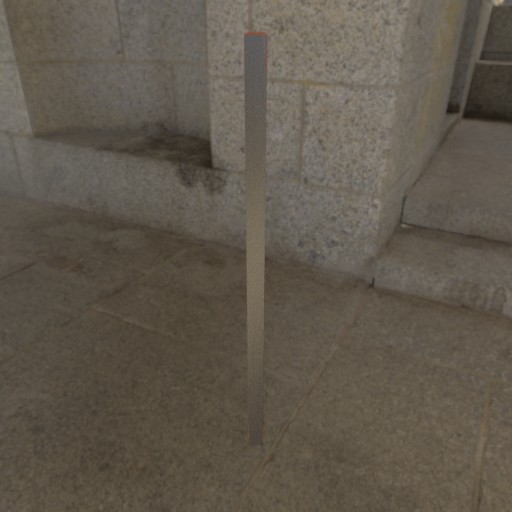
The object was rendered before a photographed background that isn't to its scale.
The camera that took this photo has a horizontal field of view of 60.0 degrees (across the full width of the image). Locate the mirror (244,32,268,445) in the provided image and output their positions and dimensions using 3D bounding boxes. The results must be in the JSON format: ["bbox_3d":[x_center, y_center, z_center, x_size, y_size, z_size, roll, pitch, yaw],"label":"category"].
[{"bbox_3d":[0.000,0.000,1.250,0.047,1.123,0.343,0,27,0],"label":"mirror"}]
